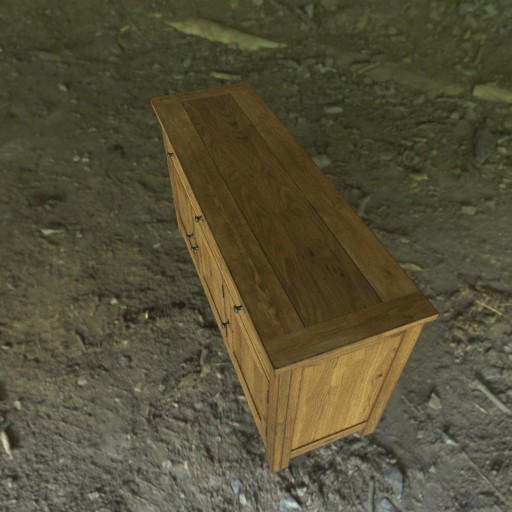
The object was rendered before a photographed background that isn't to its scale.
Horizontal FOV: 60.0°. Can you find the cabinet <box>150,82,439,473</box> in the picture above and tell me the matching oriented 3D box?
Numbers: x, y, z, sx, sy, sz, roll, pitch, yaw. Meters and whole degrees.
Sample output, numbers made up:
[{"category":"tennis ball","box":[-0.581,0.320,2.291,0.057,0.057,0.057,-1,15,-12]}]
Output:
[{"category":"cabinet","box":[0.000,0.000,1.885,0.480,0.813,1.474,-15,48,-14]}]
